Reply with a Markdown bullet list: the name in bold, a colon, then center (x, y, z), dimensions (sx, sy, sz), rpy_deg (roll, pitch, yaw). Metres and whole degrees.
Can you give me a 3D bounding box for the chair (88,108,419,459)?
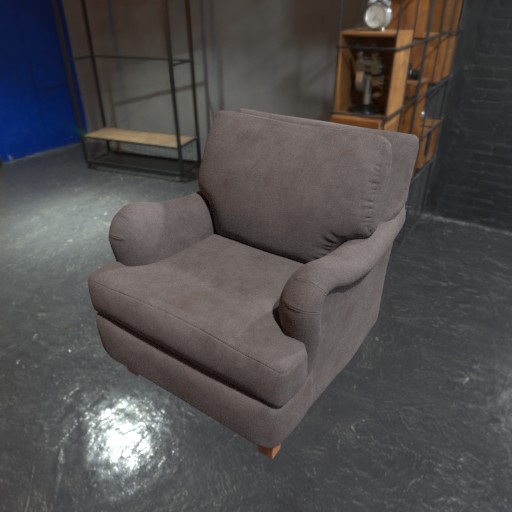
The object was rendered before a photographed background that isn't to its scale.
- **chair**: center (0.000, 0.000, 1.837), dimensions (0.955, 0.997, 1.070), rpy_deg (19, 35, 29)
